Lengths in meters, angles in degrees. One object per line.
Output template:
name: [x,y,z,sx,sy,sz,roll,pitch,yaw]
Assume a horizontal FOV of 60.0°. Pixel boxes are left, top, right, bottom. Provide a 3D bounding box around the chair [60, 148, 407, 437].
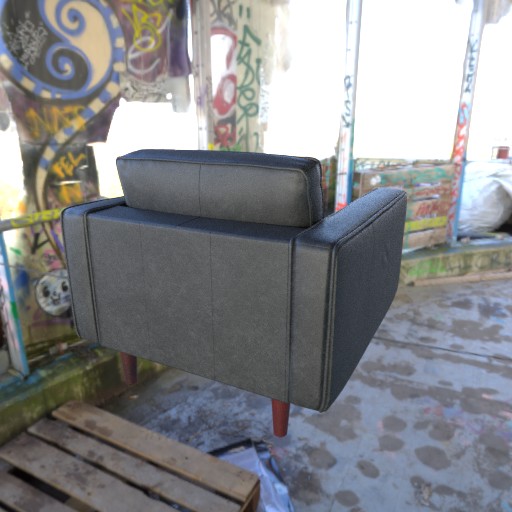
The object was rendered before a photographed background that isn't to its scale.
chair: [0.000,0.000,1.581,0.889,0.763,0.914,9,20,26]
